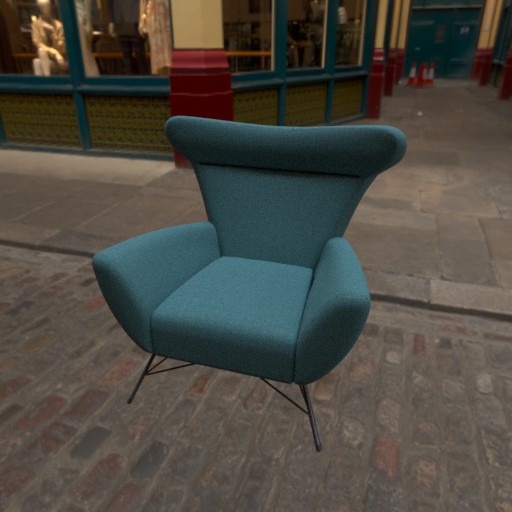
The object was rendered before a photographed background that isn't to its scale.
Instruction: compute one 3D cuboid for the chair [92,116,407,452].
[{"bbox_3d":[0.000,0.000,1.800,1.050,0.980,0.900,8,27,16],"label":"chair"}]
